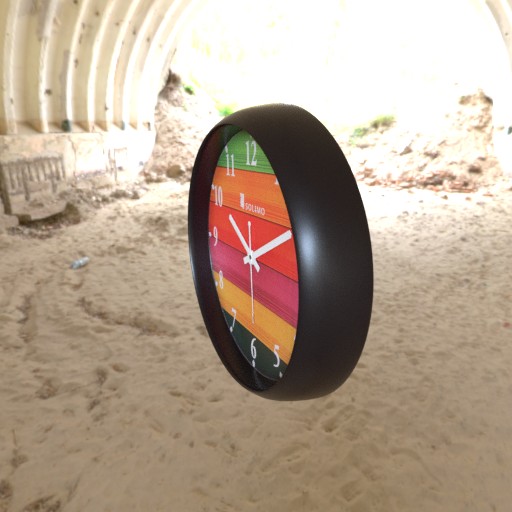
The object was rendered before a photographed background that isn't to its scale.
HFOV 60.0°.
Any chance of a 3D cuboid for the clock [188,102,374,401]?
[{"bbox_3d":[0.000,0.000,0.456,0.060,0.300,0.300,-8,18,-25],"label":"clock"}]
